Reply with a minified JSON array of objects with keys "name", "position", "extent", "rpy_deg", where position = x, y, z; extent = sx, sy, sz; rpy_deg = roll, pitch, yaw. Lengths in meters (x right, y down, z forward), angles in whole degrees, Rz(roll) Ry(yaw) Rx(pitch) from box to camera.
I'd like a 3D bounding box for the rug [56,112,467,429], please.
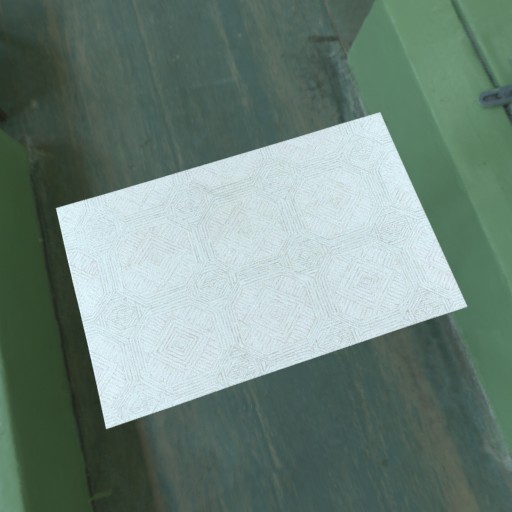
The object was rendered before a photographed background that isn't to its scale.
[{"name":"rug","position":[0.000,0.000,3.010],"extent":[2.440,0.008,1.524],"rpy_deg":[-18,76,-4]}]
